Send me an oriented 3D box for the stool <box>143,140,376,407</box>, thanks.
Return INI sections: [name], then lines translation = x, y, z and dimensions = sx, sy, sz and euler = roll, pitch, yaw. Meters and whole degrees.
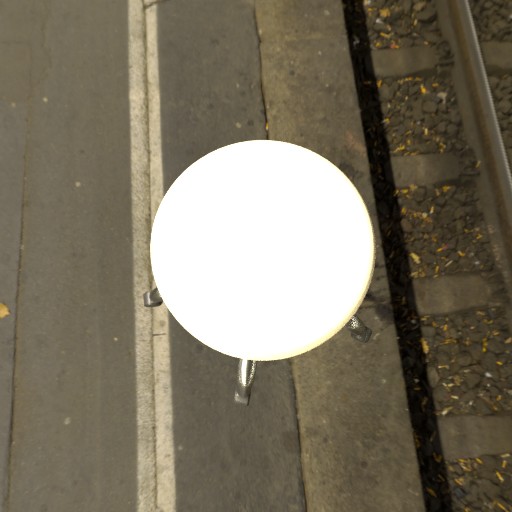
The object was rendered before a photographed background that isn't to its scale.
[stool]
translation = 0.000, 0.000, 1.040
dimensions = 0.634, 0.482, 0.614
euler = -26, 77, -6
